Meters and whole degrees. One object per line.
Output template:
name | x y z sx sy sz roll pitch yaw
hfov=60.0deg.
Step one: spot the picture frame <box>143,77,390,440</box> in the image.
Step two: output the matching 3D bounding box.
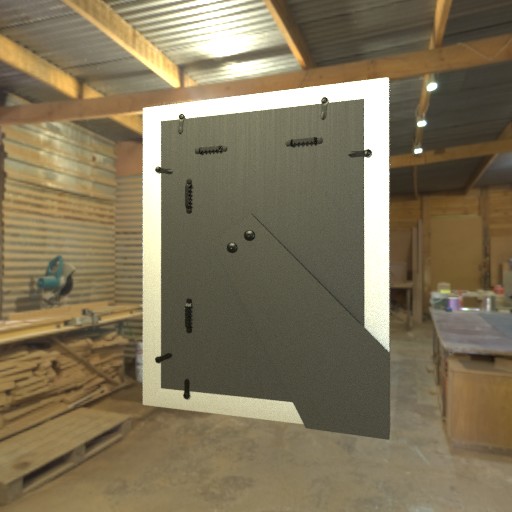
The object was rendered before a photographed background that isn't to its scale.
picture frame | 0.000 0.000 0.532 0.307 0.386 0.036 0 0 19
